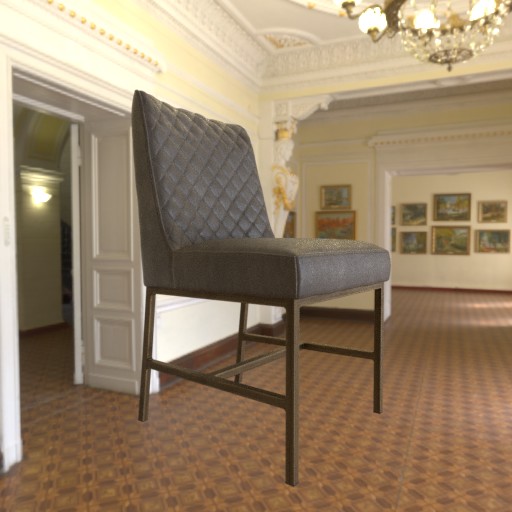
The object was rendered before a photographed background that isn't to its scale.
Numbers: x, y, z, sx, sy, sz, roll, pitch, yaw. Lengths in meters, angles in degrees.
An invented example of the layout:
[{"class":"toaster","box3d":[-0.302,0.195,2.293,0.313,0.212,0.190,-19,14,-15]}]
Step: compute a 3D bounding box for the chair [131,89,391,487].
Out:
[{"class":"chair","box3d":[0.000,0.000,1.214,0.587,0.889,0.508,2,3,37]}]
